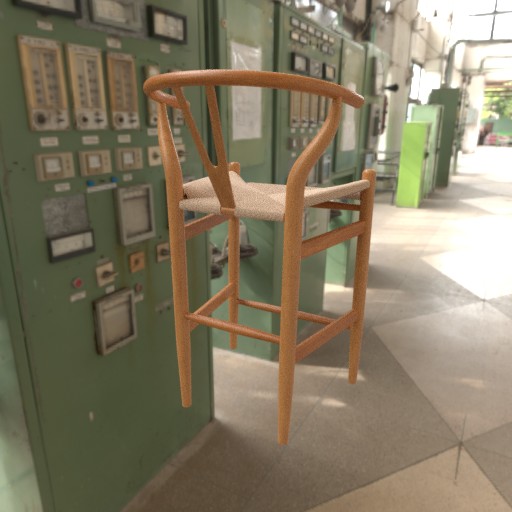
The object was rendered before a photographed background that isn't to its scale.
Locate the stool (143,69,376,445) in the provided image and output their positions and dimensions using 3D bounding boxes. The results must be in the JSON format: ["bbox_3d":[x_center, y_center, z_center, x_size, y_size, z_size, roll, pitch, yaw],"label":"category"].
[{"bbox_3d":[0.000,0.000,1.313,0.569,0.970,0.579,10,19,29],"label":"stool"}]
